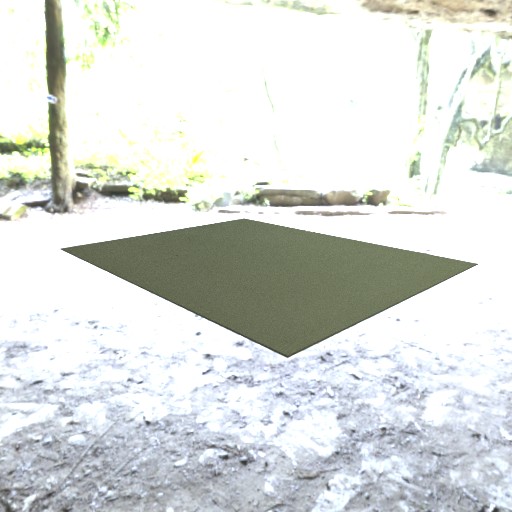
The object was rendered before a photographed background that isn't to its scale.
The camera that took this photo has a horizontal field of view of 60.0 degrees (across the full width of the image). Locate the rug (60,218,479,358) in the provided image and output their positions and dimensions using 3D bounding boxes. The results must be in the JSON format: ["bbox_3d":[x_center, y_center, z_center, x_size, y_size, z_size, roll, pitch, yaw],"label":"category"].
[{"bbox_3d":[0.000,0.000,3.478,2.073,0.011,2.584,-14,20,-42],"label":"rug"}]
